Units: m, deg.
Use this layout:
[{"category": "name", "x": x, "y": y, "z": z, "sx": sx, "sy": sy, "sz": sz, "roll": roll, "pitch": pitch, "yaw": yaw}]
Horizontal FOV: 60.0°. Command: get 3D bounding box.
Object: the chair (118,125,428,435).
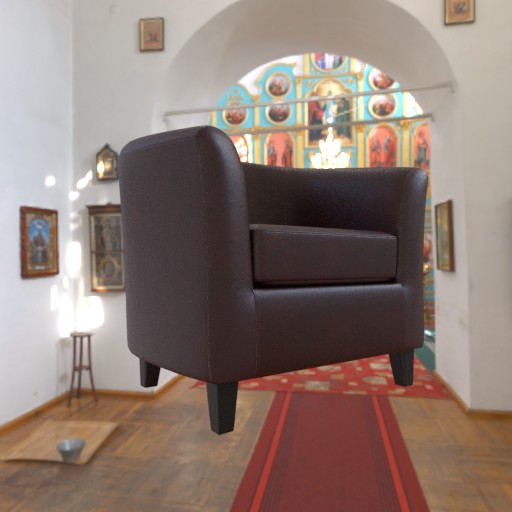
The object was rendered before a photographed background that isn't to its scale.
[{"category": "chair", "x": 0.000, "y": 0.000, "z": 1.381, "sx": 0.792, "sy": 0.756, "sz": 0.727, "roll": 1, "pitch": -1, "yaw": -35}]
